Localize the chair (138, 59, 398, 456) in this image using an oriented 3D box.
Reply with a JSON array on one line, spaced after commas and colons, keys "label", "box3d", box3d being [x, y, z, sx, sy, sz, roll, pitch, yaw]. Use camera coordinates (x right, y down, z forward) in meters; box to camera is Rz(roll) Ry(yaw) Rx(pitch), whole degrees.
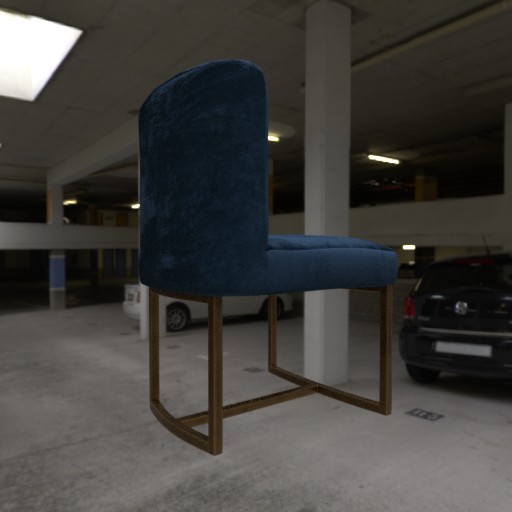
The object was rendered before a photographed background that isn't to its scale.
[{"label": "chair", "box3d": [0.000, 0.000, 1.192, 0.560, 0.824, 0.530, -1, 2, -37]}]
